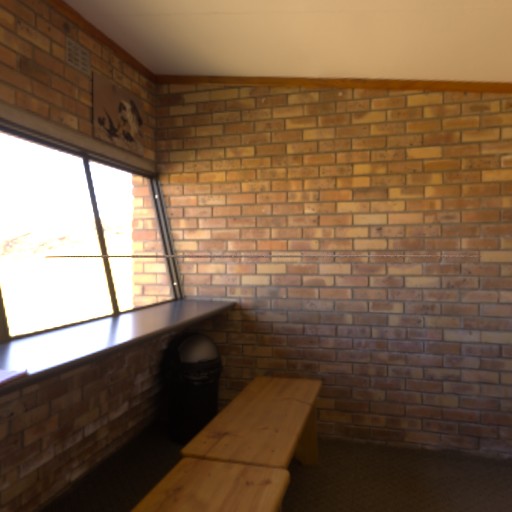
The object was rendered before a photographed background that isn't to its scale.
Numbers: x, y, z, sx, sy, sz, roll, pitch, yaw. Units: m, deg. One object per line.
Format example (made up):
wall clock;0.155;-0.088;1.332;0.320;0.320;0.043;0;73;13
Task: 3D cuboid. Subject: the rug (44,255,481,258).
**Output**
rug;0.000;0.000;3.070;2.446;0.009;1.529;0;0;-16
